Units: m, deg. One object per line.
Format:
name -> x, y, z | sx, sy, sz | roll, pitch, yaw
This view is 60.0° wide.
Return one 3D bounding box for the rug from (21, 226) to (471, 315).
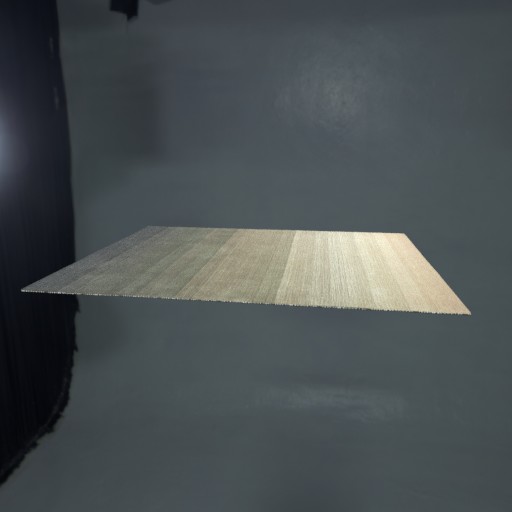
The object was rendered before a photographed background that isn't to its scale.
rug -> 0.000, 0.000, 3.936 | 2.932, 0.015, 2.315 | 2, 15, 8
